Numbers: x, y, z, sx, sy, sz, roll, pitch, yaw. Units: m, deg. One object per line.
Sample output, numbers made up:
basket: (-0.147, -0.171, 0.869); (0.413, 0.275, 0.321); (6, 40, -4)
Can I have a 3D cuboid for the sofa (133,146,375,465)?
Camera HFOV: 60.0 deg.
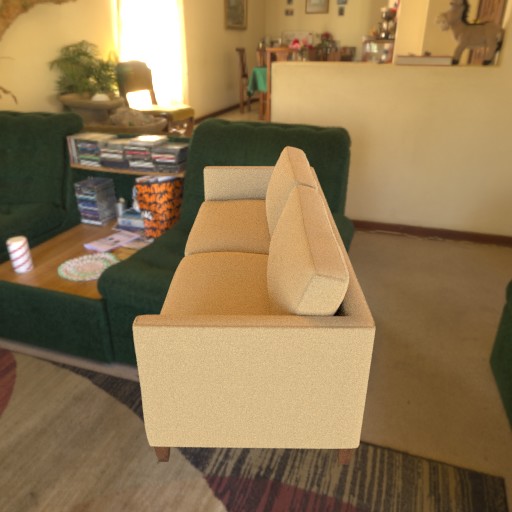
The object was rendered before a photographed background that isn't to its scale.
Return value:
sofa: (0.000, 0.000, 2.810); (0.951, 0.968, 2.361); (0, 26, 1)
